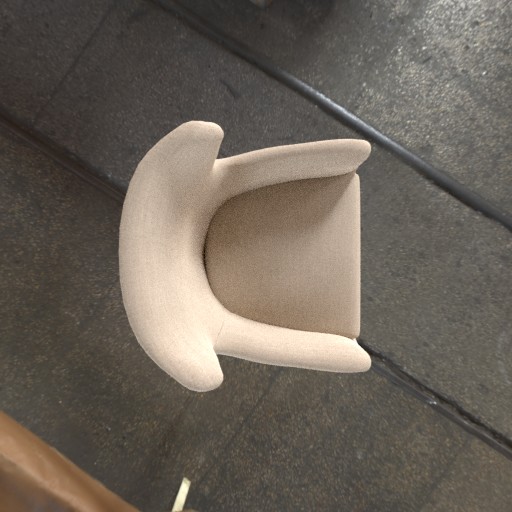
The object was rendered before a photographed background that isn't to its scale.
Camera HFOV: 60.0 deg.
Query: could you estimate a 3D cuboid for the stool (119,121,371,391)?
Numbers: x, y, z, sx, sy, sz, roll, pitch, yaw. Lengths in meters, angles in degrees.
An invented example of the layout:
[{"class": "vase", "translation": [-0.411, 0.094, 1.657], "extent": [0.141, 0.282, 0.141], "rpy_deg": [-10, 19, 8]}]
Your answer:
[{"class": "stool", "translation": [0.000, 0.000, 1.371], "extent": [0.563, 1.034, 0.556], "rpy_deg": [0, 90, 0]}]
